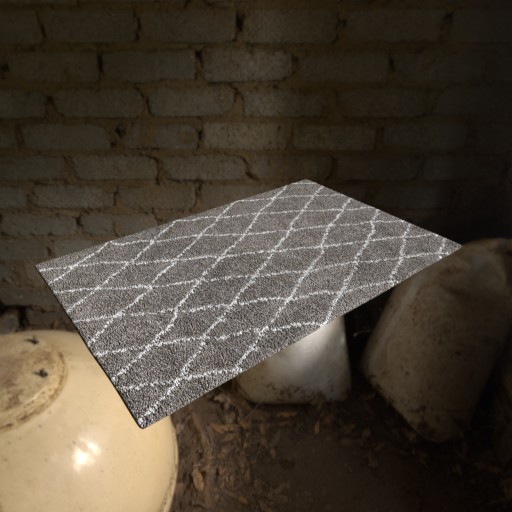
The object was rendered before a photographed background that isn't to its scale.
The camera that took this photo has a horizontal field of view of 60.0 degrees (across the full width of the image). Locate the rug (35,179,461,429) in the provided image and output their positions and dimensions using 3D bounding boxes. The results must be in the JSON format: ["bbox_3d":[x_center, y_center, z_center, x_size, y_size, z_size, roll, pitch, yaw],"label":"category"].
[{"bbox_3d":[0.000,0.000,3.372,2.743,0.030,1.778,-22,38,-32],"label":"rug"}]
